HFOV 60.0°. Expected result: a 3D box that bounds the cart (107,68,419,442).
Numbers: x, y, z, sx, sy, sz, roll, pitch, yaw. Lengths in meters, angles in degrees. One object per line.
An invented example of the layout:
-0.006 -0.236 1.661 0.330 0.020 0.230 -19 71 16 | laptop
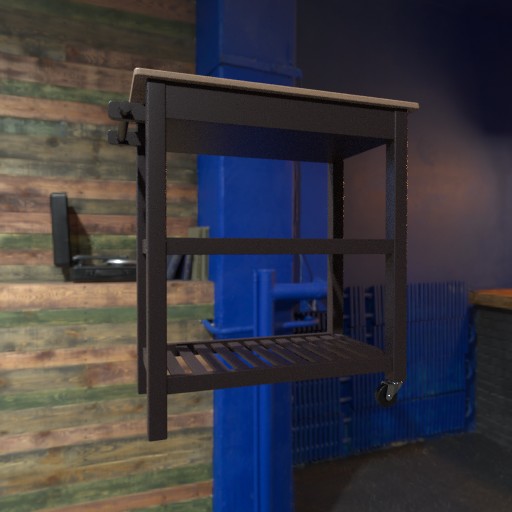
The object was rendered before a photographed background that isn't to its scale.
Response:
0.000 0.000 1.423 0.899 0.927 0.457 0 1 -19 | cart
